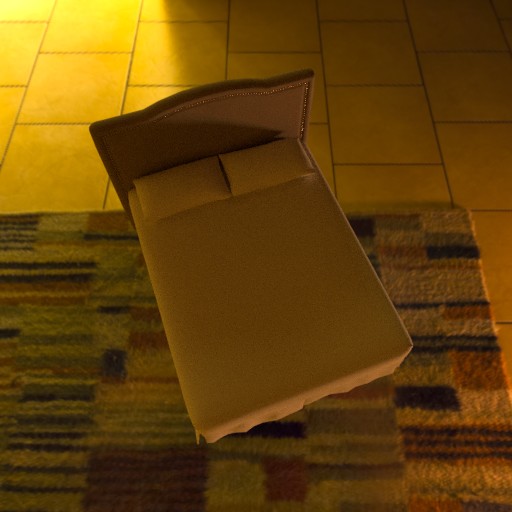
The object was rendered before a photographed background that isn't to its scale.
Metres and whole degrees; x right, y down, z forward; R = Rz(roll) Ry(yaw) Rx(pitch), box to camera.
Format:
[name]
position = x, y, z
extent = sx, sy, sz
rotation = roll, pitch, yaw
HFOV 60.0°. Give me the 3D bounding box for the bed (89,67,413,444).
[bed]
position = 0.000, 0.000, 3.297
extent = 1.744, 1.441, 2.128
rotation = -18, 64, -9
